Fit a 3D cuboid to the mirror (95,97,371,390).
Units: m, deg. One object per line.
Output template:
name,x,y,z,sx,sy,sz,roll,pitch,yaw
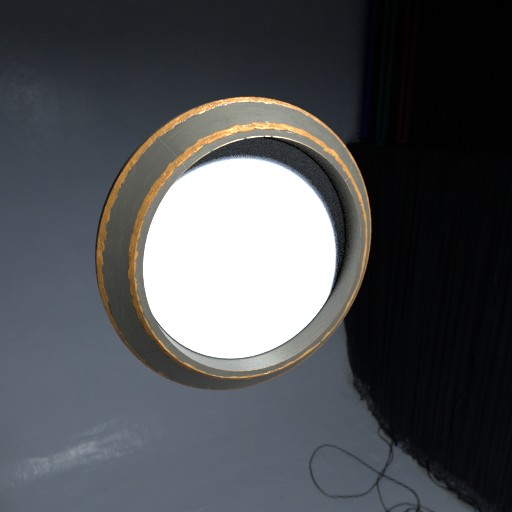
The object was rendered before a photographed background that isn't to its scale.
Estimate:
mirror,0.000,0.000,1.337,0.907,0.907,0.111,-8,17,-25
